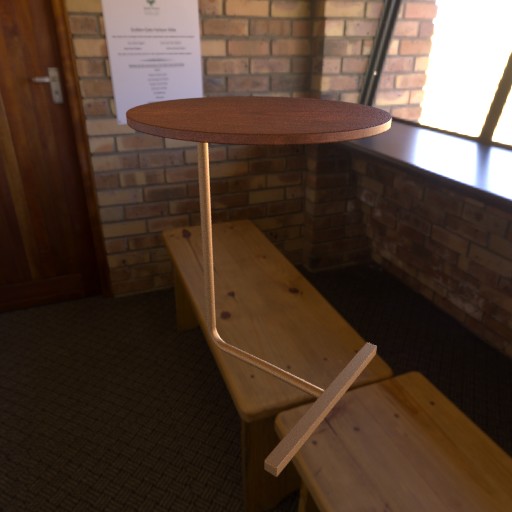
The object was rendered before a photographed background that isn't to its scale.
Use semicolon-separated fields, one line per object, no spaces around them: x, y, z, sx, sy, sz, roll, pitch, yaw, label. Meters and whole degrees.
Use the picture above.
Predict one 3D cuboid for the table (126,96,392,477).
0.000;0.000;1.121;0.577;0.706;0.530;18;31;33;table
